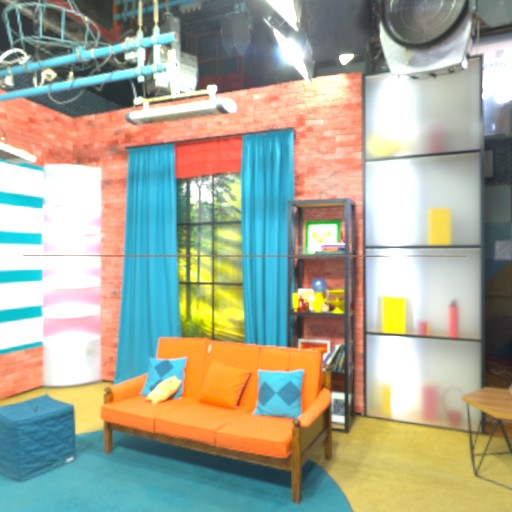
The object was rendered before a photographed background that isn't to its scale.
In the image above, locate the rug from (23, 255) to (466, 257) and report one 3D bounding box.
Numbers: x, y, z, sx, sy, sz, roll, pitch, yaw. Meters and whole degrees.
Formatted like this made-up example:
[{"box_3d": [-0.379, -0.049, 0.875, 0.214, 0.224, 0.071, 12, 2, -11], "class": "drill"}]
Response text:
[{"box_3d": [0.000, 0.000, 2.726, 2.444, 0.010, 0.799, 0, 0, -17], "class": "rug"}]
